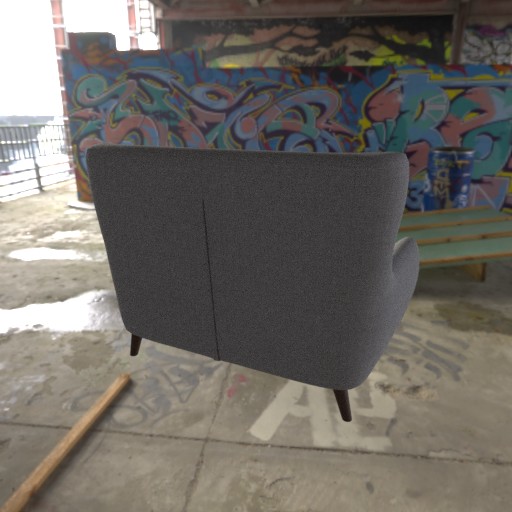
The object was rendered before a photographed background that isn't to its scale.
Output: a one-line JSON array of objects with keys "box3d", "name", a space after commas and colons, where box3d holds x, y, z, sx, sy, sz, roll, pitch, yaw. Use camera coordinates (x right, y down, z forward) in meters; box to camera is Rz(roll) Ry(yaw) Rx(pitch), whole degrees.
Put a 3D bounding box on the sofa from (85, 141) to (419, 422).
[{"box3d": [0.000, 0.000, 2.066, 1.386, 1.028, 0.884, 9, 20, 26], "name": "sofa"}]
